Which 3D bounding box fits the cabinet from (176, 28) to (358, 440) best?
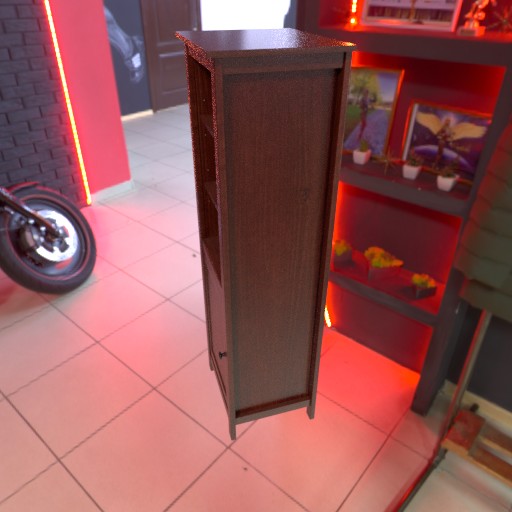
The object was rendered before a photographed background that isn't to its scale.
[{"bbox_3d":[0.000,0.000,1.707,0.401,1.518,0.500,-9,33,-14],"label":"cabinet"}]
